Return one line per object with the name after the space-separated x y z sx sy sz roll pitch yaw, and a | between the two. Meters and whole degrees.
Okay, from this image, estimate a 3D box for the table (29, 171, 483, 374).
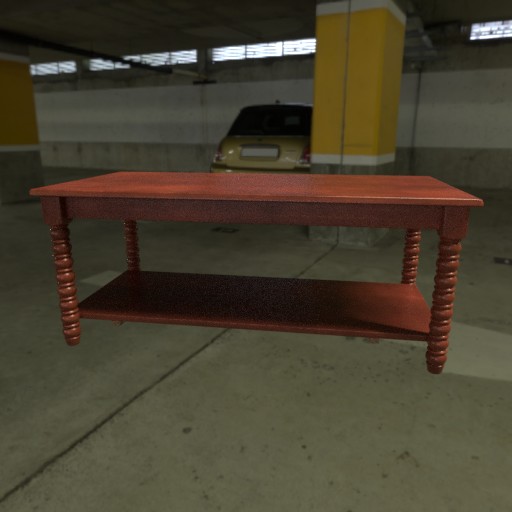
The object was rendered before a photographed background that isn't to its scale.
0.000 0.000 1.458 1.171 0.485 0.580 2 16 9 | table
